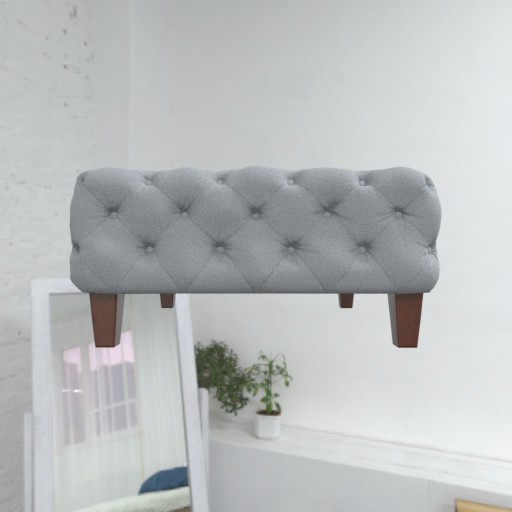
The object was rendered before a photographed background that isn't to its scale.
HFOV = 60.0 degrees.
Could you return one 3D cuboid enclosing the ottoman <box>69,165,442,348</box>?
[{"bbox_3d":[0.000,0.000,1.222,0.758,0.365,0.764,0,1,0],"label":"ottoman"}]
